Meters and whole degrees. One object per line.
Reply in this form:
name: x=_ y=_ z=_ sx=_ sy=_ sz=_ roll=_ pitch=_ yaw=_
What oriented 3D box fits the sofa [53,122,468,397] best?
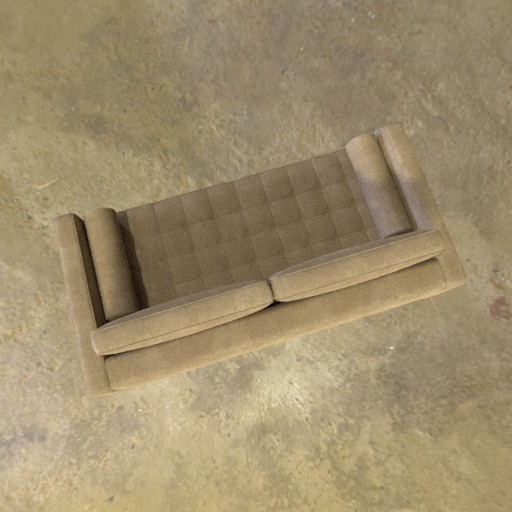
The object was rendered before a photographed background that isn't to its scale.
sofa: x=0.000 y=0.000 z=2.324 sx=1.883 sy=0.769 sz=0.920 roll=-16 pitch=77 yaw=-4
